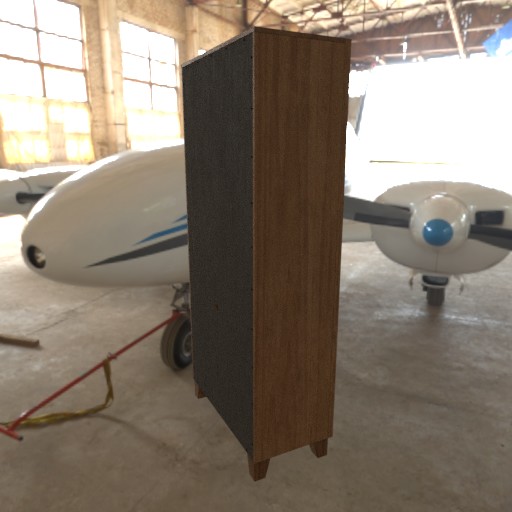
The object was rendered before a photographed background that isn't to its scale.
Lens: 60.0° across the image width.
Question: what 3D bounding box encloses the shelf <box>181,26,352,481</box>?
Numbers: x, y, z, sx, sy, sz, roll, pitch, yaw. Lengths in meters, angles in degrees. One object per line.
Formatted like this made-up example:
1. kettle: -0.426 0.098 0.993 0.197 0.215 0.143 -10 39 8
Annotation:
1. shelf: 0.000 0.000 2.287 0.453 1.930 0.864 -7 15 -26
